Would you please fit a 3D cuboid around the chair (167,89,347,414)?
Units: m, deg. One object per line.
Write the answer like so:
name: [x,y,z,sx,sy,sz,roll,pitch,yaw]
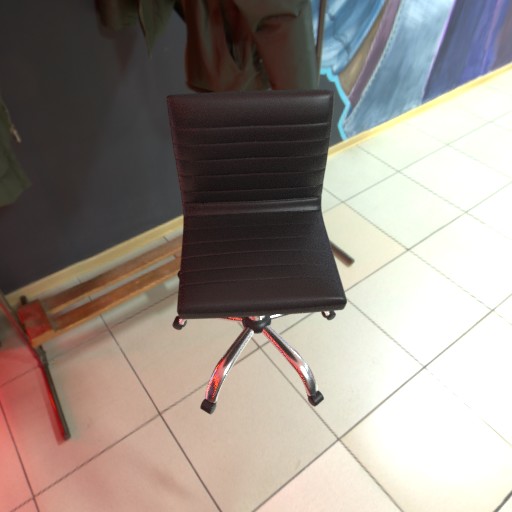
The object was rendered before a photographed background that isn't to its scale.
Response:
chair: [0.000,0.000,1.194,0.556,0.780,0.530,-3,47,-3]
